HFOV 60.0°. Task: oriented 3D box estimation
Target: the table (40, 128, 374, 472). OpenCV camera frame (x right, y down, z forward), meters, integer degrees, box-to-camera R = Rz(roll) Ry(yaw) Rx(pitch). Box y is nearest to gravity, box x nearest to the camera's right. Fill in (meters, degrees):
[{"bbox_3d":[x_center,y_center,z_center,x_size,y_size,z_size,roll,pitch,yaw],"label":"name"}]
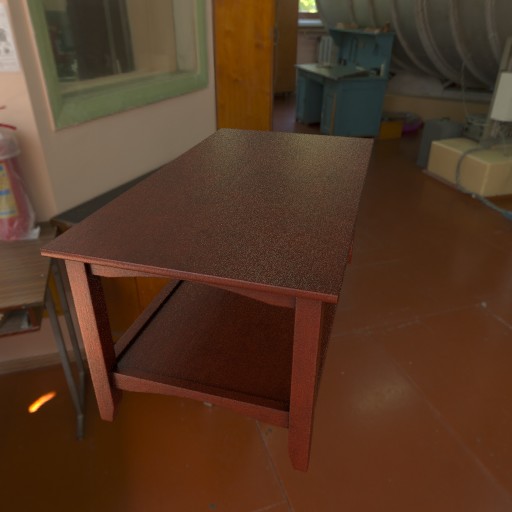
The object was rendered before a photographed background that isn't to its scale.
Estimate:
[{"bbox_3d":[0.000,0.000,1.232,0.533,0.456,0.943,8,30,14],"label":"table"}]
